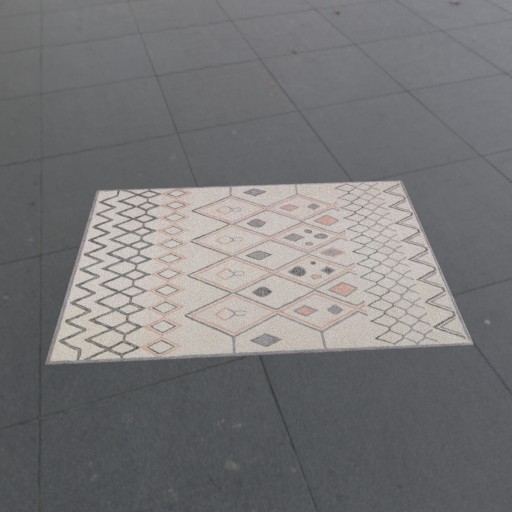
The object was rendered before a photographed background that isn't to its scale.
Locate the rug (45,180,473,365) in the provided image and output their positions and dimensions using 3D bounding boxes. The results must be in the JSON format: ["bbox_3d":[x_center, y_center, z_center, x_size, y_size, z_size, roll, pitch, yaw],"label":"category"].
[{"bbox_3d":[0.000,0.000,3.030,2.438,0.015,1.524,-2,48,-2],"label":"rug"}]
